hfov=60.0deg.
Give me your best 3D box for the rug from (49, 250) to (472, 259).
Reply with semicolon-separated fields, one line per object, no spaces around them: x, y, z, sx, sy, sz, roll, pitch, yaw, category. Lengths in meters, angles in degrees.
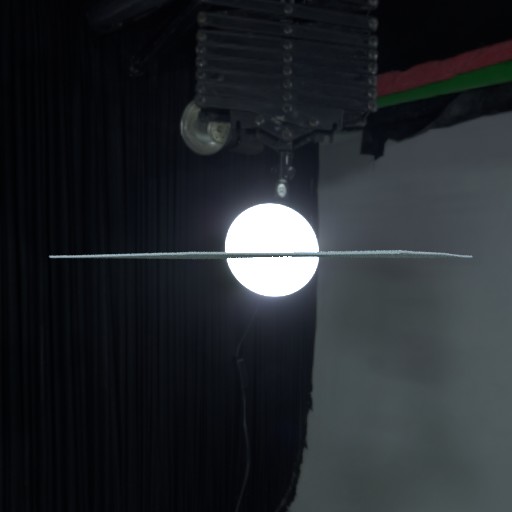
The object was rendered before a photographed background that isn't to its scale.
0.000;0.000;2.278;1.853;0.022;1.174;-1;-1;36;rug
